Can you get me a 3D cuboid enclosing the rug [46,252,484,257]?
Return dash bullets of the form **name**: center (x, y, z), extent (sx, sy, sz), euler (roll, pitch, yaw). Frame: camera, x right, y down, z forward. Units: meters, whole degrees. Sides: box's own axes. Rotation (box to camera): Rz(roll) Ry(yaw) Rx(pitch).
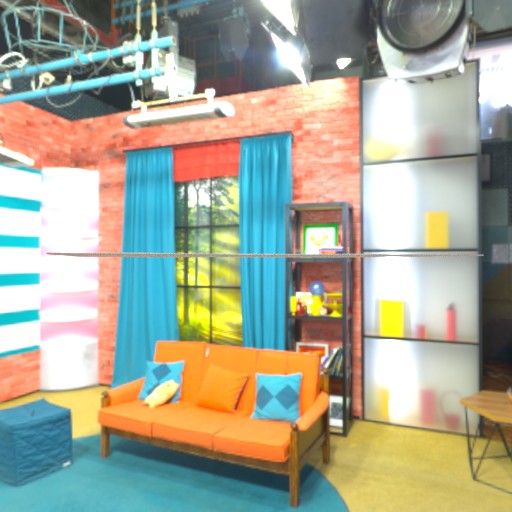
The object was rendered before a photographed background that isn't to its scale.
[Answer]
- **rug**: center (0.000, 0.000, 3.072), extent (2.442, 0.016, 1.527), euler (0, -1, -17)
